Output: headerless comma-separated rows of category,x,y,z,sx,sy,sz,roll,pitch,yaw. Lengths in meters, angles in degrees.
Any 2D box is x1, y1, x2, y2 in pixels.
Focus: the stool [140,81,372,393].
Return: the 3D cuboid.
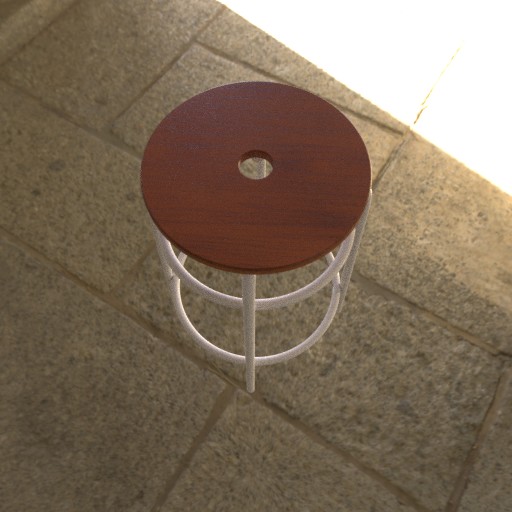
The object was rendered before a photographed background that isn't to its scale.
stool,0.000,0.000,0.916,0.455,0.610,0.455,3,64,1
